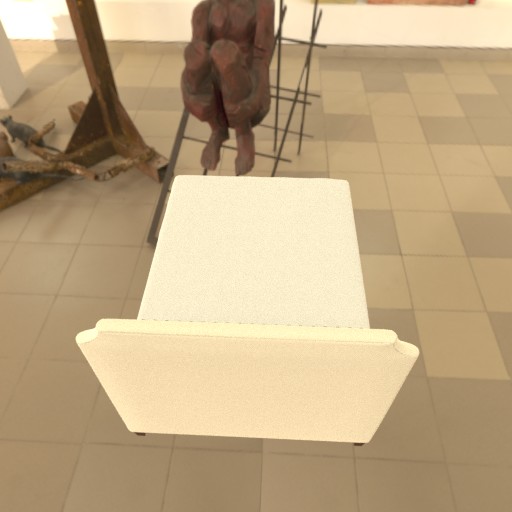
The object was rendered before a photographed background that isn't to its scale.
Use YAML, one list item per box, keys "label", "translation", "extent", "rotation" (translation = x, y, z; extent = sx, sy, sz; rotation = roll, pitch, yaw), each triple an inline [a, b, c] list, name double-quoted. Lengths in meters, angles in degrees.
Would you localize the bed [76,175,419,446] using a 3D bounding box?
- label: "bed"
  translation: [0.000, 0.000, 3.403]
  extent: [1.712, 1.497, 2.372]
  rotation: [2, 49, 2]
